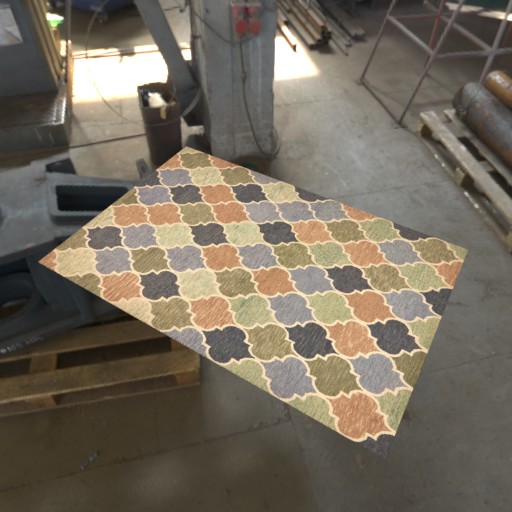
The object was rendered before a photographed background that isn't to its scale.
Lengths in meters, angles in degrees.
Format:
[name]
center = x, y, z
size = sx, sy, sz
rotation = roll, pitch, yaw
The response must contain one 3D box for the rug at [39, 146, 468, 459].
[rug]
center = 0.000, 0.000, 2.265
size = 1.828, 0.006, 1.216
rotation = 24, 51, 21
